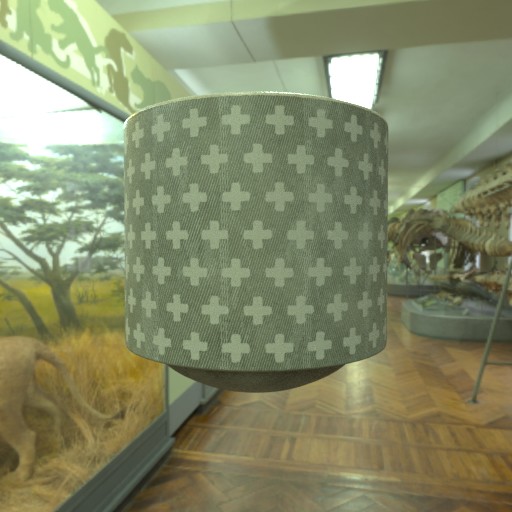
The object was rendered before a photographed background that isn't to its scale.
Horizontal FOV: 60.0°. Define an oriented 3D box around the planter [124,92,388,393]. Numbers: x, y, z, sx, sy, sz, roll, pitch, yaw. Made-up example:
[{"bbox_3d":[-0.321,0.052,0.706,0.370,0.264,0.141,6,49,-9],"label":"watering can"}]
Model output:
[{"bbox_3d":[0.000,0.000,0.334,0.190,0.181,0.190,0,2,0],"label":"planter"}]
